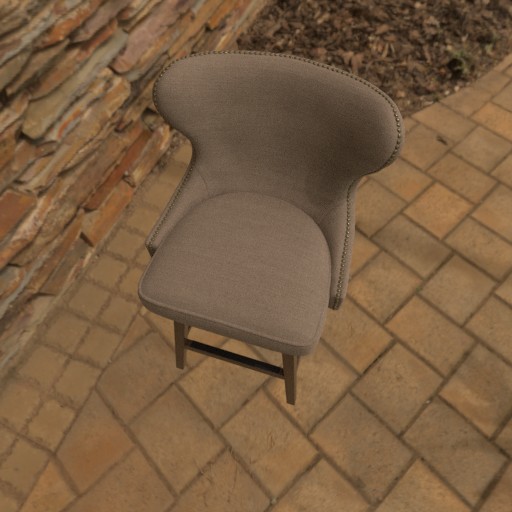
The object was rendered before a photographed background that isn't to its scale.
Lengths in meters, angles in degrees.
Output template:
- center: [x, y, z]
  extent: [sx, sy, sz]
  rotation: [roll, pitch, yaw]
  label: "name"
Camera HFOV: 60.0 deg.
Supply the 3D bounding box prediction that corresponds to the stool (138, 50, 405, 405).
- center: [0.000, 0.000, 1.335]
  extent: [0.615, 0.972, 0.597]
  rotation: [15, 59, 9]
  label: "stool"
